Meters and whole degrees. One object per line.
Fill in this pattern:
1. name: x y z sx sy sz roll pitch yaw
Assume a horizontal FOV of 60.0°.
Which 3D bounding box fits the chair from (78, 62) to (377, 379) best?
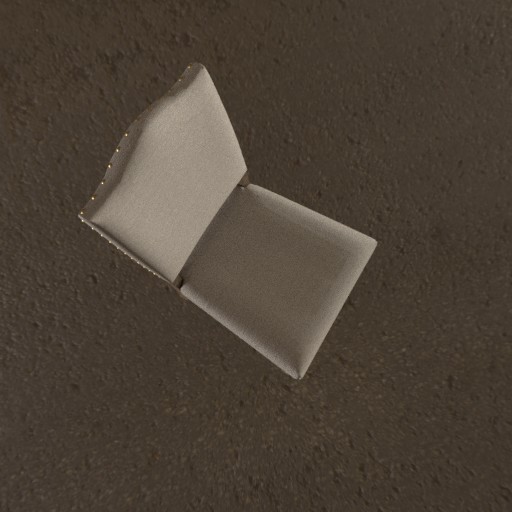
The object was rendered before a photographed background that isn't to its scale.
1. chair: 0.000 0.000 1.373 0.620 1.020 0.508 31 78 7
